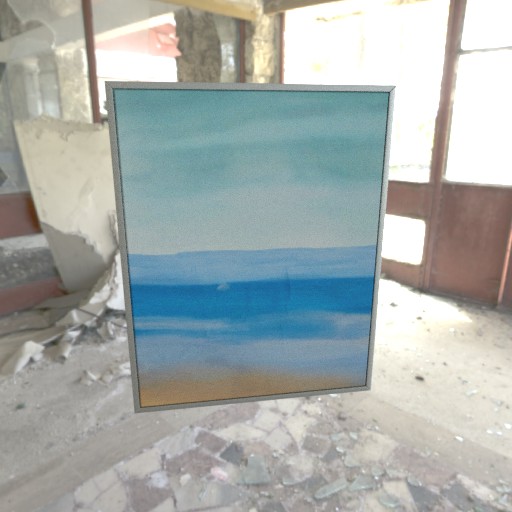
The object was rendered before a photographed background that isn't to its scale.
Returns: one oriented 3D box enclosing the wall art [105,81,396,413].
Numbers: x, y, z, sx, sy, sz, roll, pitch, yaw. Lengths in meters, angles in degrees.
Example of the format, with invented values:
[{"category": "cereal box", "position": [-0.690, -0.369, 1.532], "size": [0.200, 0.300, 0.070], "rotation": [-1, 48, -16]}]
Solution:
[{"category": "wall art", "position": [0.000, 0.000, 0.763], "size": [0.445, 0.553, 0.039], "rotation": [-3, 17, -9]}]
